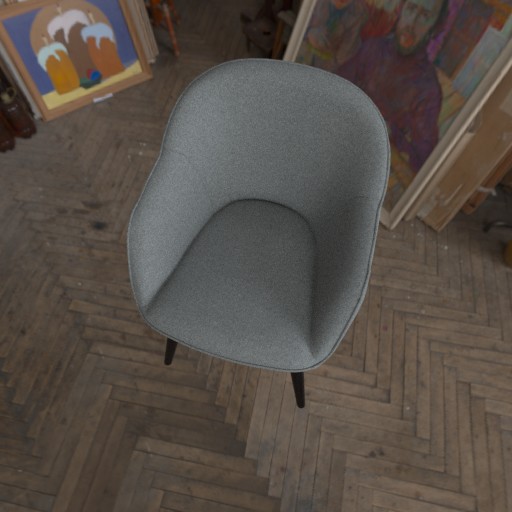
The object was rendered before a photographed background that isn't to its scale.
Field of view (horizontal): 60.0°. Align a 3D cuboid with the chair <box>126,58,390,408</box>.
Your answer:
[{"bbox_3d":[0.000,0.000,1.235,0.589,0.810,0.611,15,60,9],"label":"chair"}]
